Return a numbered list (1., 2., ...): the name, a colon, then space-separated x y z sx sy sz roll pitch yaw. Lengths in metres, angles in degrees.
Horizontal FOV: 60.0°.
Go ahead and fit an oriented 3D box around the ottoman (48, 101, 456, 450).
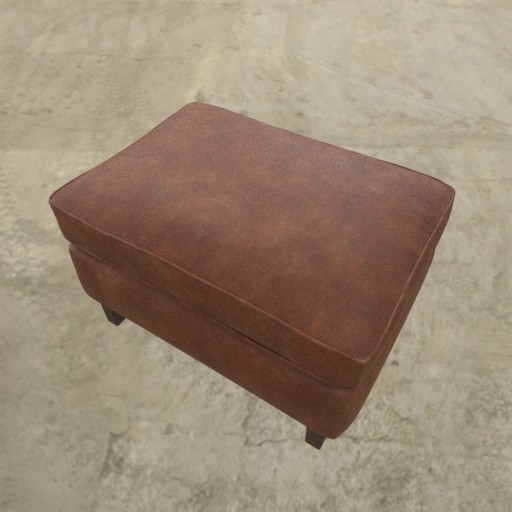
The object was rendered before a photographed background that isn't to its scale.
1. ottoman: 0.000 0.000 0.967 0.665 0.418 0.501 25 52 22
